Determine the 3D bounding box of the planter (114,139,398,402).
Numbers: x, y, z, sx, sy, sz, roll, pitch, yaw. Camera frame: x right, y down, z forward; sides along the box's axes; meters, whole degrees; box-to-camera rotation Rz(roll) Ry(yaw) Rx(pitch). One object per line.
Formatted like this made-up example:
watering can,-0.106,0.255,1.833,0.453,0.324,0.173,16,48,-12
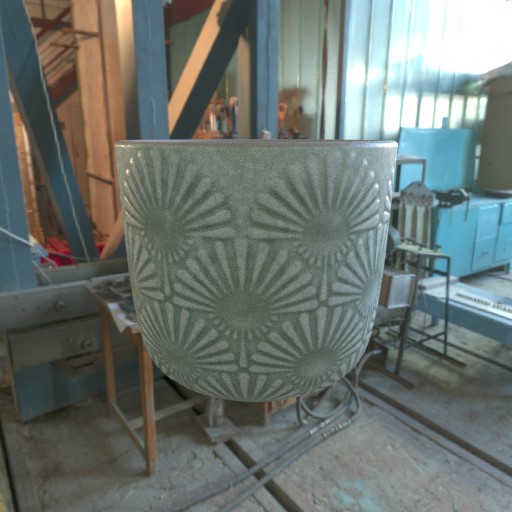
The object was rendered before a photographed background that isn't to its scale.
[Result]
planter,0.000,0.000,0.216,0.124,0.109,0.124,0,15,0
